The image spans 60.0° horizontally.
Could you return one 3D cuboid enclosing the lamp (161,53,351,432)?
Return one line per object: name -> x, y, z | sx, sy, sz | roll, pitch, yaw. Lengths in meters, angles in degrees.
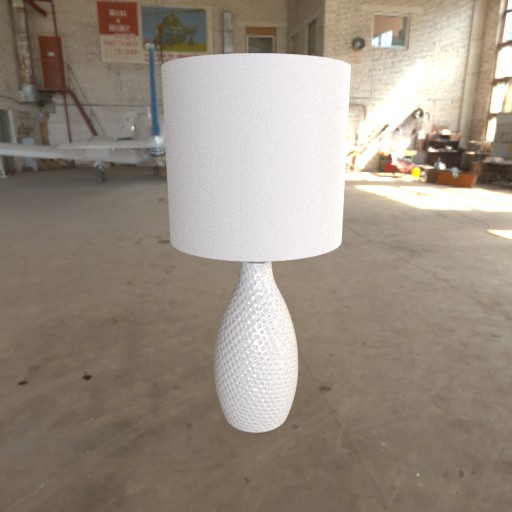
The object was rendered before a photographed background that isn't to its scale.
lamp -> 0.000, 0.000, 0.573 | 0.214, 0.466, 0.214 | 3, 16, 9
